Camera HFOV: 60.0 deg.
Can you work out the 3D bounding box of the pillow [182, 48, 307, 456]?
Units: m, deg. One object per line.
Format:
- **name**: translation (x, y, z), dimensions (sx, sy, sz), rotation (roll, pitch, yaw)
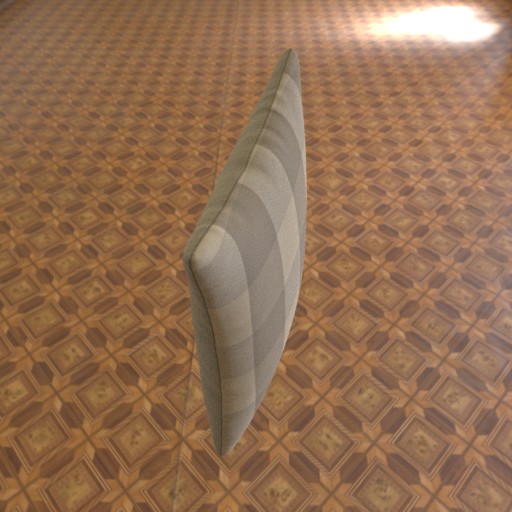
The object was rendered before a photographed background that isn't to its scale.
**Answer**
- **pillow**: translation (0.000, 0.000, 0.765), dimensions (0.161, 0.509, 0.511), rotation (10, 47, 9)
